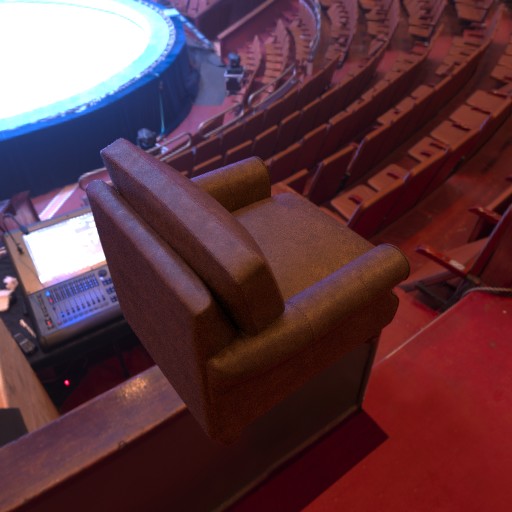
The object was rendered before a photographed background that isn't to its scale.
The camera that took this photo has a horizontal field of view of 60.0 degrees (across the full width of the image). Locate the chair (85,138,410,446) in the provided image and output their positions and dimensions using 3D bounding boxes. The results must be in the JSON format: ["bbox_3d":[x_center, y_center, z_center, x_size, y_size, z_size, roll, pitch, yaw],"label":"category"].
[{"bbox_3d":[0.000,0.000,1.811,1.002,0.976,0.996,-27,48,-27],"label":"chair"}]
